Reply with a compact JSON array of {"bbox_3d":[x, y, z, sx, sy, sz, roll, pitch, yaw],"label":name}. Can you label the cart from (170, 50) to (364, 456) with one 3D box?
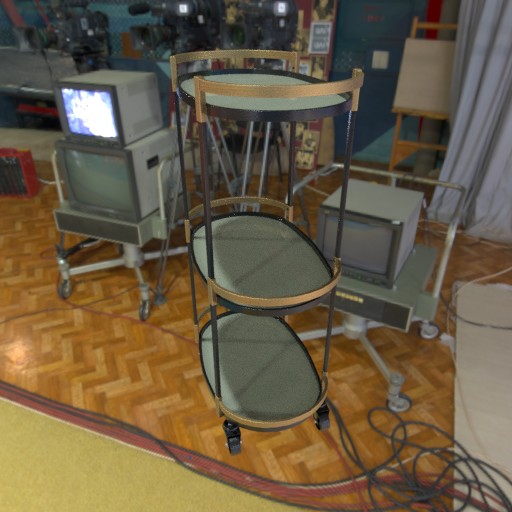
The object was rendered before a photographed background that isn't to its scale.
[{"bbox_3d":[0.000,0.000,1.096,0.311,0.885,0.515,-9,32,-15],"label":"cart"}]
